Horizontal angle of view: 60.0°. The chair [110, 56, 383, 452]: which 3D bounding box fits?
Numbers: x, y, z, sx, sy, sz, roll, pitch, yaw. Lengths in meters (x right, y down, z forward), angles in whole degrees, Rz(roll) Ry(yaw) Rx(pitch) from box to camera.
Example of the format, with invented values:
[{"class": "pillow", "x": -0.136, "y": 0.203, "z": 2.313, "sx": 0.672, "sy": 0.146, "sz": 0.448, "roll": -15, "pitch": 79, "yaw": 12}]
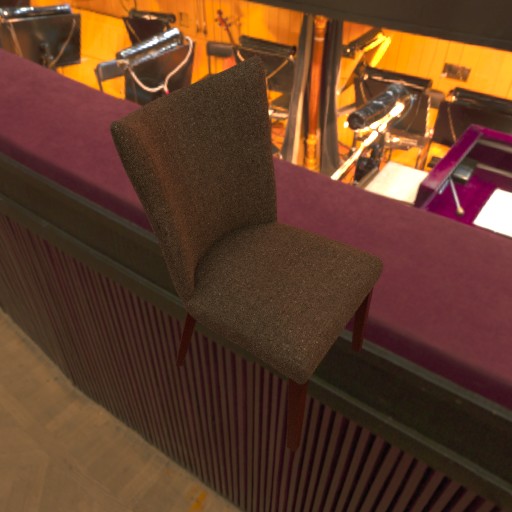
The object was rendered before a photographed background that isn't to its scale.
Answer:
[{"class": "chair", "x": 0.000, "y": 0.000, "z": 1.295, "sx": 0.623, "sy": 0.924, "sz": 0.535, "roll": 25, "pitch": 47, "yaw": 25}]
